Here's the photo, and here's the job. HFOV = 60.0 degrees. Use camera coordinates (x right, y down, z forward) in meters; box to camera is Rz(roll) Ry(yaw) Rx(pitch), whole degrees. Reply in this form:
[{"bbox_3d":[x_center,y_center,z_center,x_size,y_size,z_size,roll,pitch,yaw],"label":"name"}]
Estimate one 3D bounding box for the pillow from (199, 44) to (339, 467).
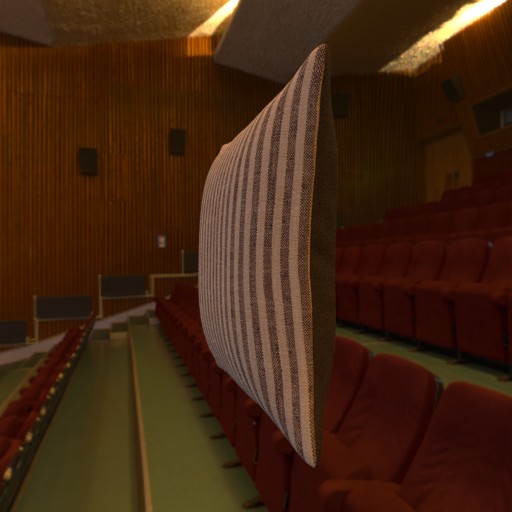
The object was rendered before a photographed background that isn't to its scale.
[{"bbox_3d":[0.000,0.000,0.773,0.166,0.506,0.523,0,0,-17],"label":"pillow"}]
